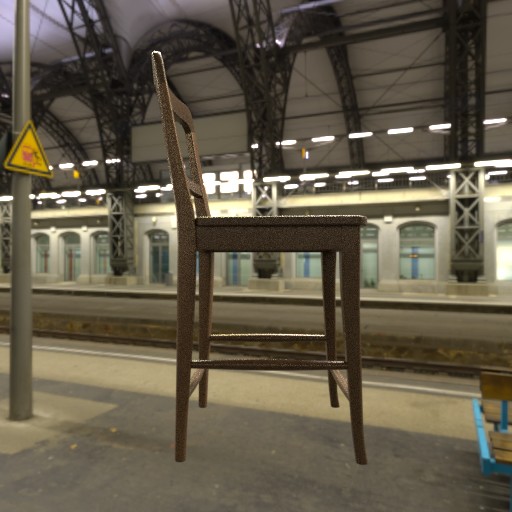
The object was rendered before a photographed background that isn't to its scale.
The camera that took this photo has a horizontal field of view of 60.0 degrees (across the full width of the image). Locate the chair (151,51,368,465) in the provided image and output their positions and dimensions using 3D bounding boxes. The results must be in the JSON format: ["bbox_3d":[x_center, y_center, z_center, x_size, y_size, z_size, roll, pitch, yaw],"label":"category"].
[{"bbox_3d":[0.000,0.000,1.264,0.546,0.991,0.450,0,0,1],"label":"chair"}]
